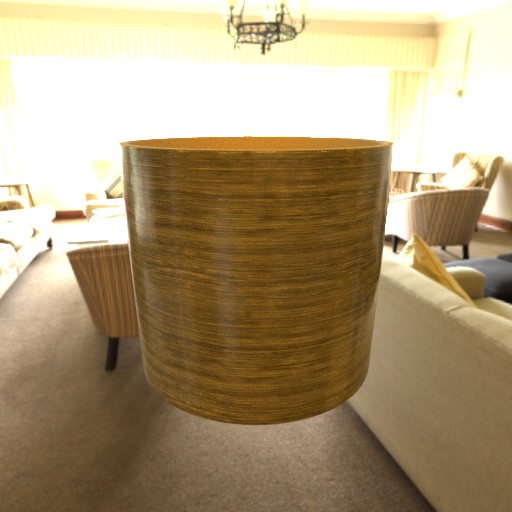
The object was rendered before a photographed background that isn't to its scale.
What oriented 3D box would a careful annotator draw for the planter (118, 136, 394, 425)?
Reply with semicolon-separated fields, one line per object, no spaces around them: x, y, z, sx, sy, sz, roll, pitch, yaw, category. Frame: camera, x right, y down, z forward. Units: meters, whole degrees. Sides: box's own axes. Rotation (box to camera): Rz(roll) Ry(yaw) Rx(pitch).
0.000;0.000;0.400;0.221;0.201;0.221;0;17;0;planter
